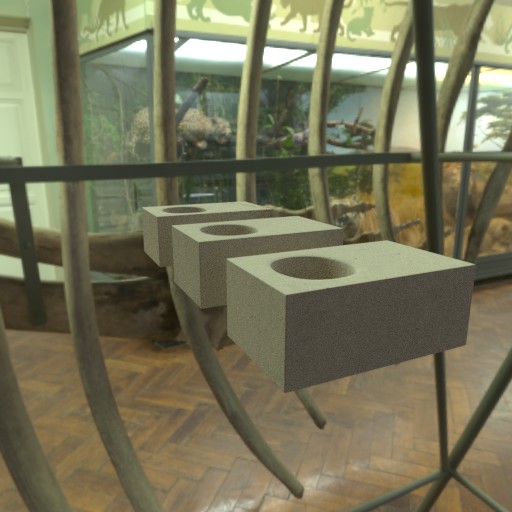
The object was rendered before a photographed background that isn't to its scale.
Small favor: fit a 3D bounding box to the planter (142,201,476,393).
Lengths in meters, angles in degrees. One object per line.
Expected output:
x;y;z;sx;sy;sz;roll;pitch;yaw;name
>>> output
0.000;0.000;0.384;0.127;0.051;0.333;-7;15;-25;planter
